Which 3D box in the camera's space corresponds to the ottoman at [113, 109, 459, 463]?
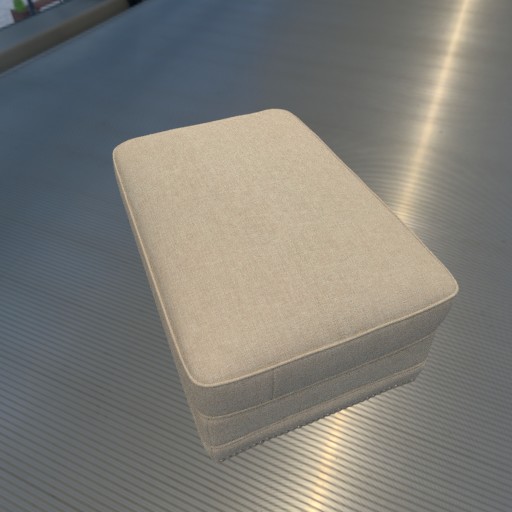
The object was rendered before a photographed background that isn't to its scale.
[{"bbox_3d":[0.000,0.000,1.145,0.559,0.458,0.813,-17,48,-15],"label":"ottoman"}]
